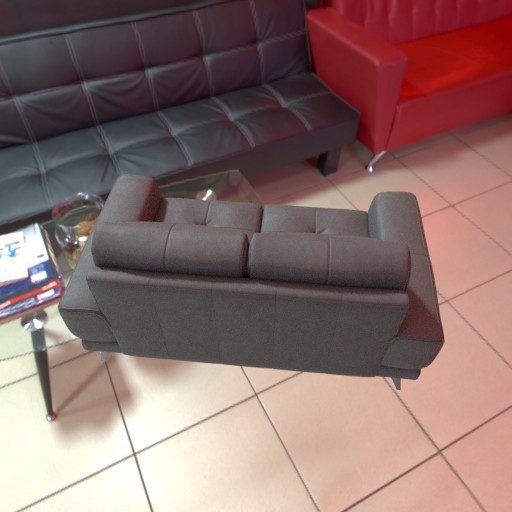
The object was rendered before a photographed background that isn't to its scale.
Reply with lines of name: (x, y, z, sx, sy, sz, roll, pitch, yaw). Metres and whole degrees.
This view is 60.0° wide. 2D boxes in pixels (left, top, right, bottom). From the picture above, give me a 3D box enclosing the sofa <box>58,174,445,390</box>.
sofa: (0.000, 0.000, 2.371, 1.806, 0.907, 1.018, 4, 49, 4)
